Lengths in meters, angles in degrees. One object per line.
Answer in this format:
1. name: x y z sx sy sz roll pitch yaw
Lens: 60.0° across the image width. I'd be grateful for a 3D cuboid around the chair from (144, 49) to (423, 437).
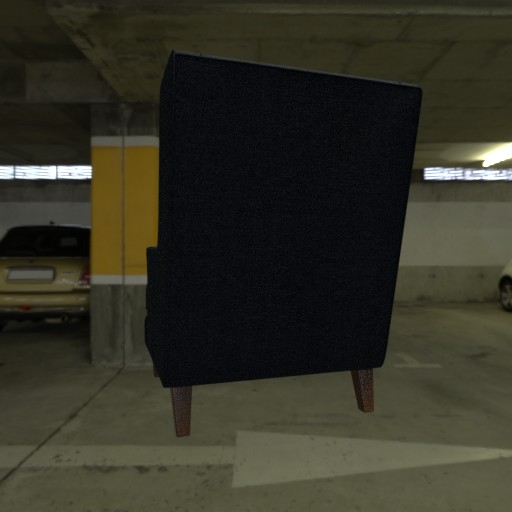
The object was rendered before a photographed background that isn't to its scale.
1. chair: 0.000 0.000 1.673 0.764 1.072 0.947 0 0 -18
